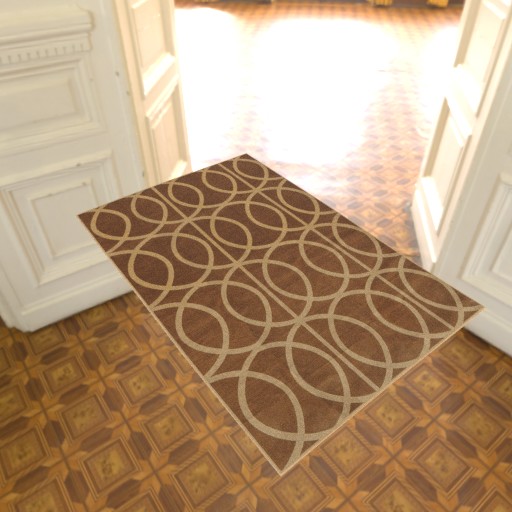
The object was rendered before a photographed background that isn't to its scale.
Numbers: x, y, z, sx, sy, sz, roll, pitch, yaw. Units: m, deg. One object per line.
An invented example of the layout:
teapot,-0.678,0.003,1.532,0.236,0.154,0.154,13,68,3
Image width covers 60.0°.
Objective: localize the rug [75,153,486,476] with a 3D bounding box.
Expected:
rug,0.000,0.000,2.841,1.528,0.014,2.294,-27,48,-27
